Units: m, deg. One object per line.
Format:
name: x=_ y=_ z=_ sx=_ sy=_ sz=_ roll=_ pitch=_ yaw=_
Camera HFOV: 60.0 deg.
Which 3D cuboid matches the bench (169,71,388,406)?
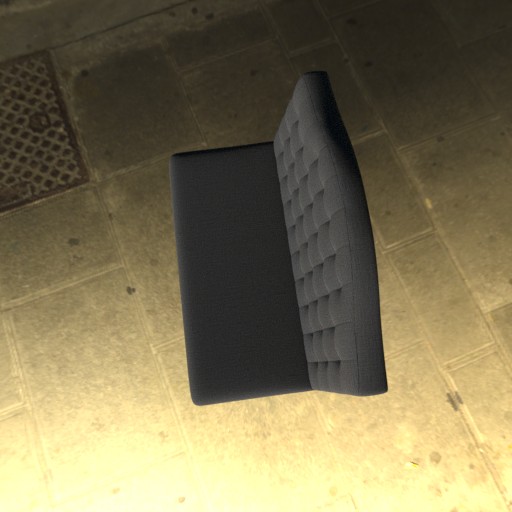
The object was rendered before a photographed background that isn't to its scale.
bench: x=0.000 y=0.000 z=2.142 sx=0.815 sy=1.180 sz=1.335 roll=-7 pitch=77 yaw=-2
